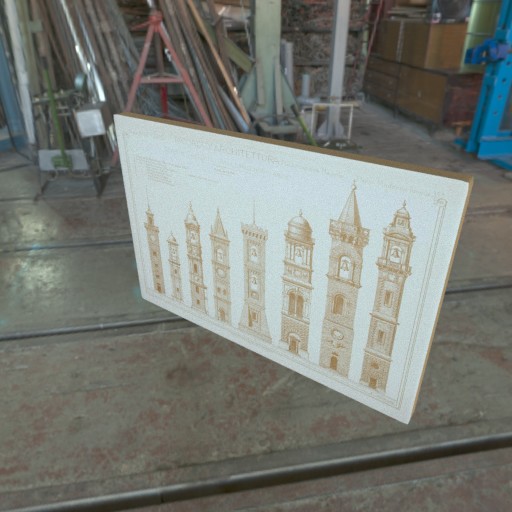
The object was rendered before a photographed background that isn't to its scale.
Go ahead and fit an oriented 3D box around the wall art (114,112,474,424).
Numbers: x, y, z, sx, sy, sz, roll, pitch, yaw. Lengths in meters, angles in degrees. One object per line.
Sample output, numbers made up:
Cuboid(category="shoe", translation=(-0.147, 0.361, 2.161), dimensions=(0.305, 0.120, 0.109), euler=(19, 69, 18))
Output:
Cuboid(category="wall art", translation=(0.000, 0.000, 0.476), dimensions=(0.380, 0.254, 0.019), euler=(19, 35, 30))
